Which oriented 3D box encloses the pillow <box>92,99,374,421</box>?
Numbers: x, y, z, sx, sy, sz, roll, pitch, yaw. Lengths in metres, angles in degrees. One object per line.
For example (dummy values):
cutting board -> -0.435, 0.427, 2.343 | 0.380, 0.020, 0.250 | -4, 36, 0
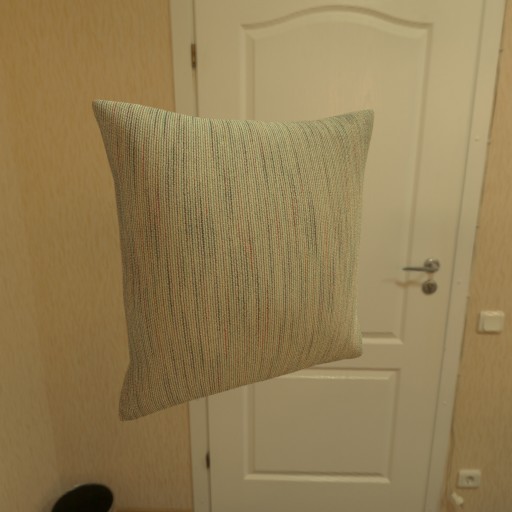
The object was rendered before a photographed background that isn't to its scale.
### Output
pillow -> 0.000, 0.000, 0.783 | 0.512, 0.506, 0.178 | -8, 17, -26
